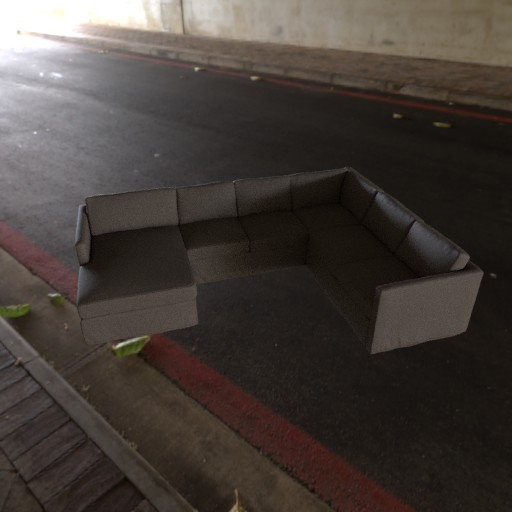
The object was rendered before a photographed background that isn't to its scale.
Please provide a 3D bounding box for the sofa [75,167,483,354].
[{"bbox_3d":[0.000,0.000,4.580,3.528,0.878,2.476,-9,33,-14],"label":"sofa"}]
